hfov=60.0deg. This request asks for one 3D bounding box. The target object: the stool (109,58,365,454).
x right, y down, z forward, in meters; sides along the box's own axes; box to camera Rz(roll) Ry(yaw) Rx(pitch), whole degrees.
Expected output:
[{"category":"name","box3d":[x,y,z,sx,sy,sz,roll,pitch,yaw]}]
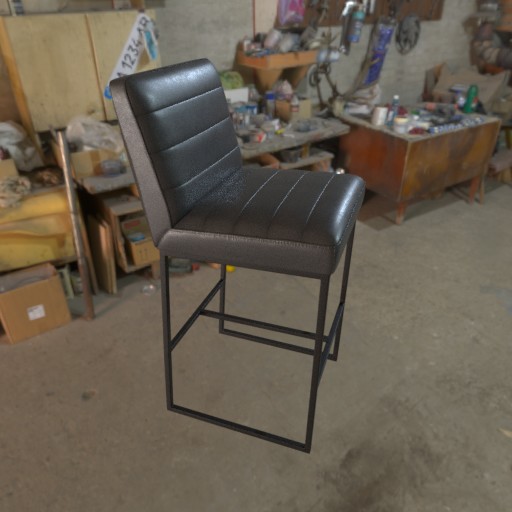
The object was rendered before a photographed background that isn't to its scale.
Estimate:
[{"category":"stool","box3d":[0.000,0.000,1.327,0.552,1.040,0.457,10,31,17]}]
